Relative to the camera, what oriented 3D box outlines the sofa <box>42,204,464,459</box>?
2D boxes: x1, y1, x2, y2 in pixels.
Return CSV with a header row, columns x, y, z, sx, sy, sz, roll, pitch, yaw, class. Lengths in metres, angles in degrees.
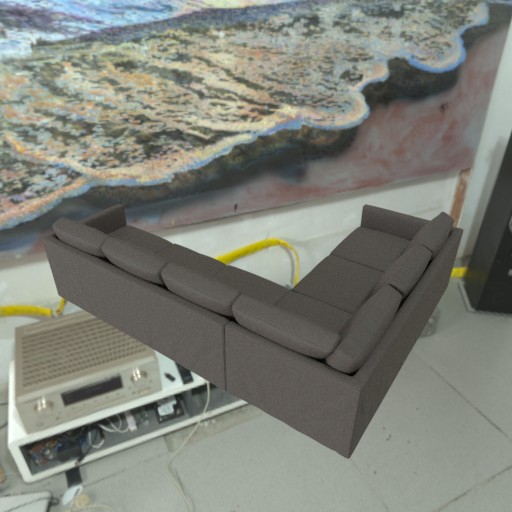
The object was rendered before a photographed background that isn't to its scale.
x,y,z,sx,sy,sz,roll,pitch,yaw,class
0.000,0.000,4.304,3.182,0.871,2.432,20,37,29,sofa
